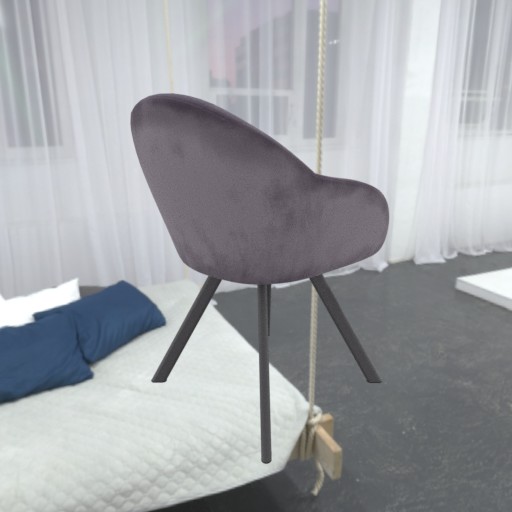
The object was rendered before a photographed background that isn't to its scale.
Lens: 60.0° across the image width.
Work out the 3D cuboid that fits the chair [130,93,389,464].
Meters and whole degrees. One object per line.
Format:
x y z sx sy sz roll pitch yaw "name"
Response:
0.000 0.000 1.194 0.590 0.795 0.550 -15 21 -42 "chair"
